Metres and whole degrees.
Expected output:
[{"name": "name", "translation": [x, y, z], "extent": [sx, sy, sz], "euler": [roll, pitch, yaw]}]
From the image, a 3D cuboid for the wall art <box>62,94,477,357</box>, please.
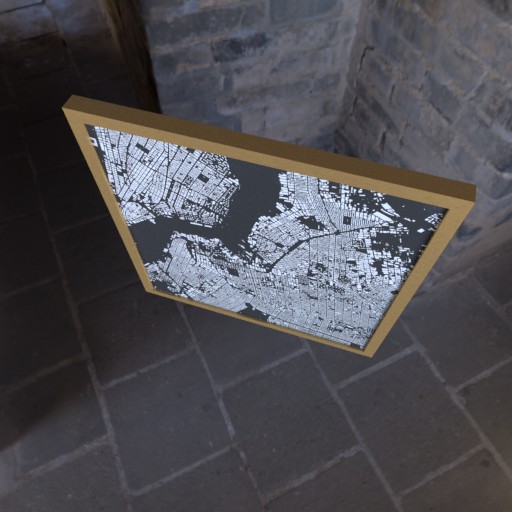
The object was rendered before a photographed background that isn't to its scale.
[{"name": "wall art", "translation": [0.000, 0.000, 2.822], "extent": [1.926, 1.926, 0.099], "euler": [15, 59, 9]}]
